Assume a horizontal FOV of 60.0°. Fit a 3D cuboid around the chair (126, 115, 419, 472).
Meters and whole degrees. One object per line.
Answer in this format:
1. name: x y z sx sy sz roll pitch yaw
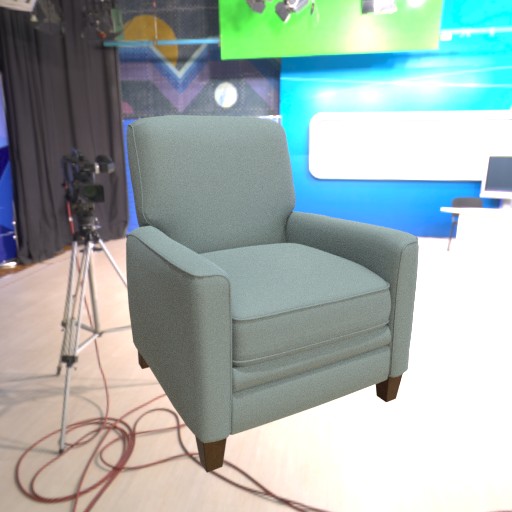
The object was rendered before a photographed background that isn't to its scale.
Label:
1. chair: 0.000 0.000 1.634 0.853 1.007 0.846 -8 18 -28
